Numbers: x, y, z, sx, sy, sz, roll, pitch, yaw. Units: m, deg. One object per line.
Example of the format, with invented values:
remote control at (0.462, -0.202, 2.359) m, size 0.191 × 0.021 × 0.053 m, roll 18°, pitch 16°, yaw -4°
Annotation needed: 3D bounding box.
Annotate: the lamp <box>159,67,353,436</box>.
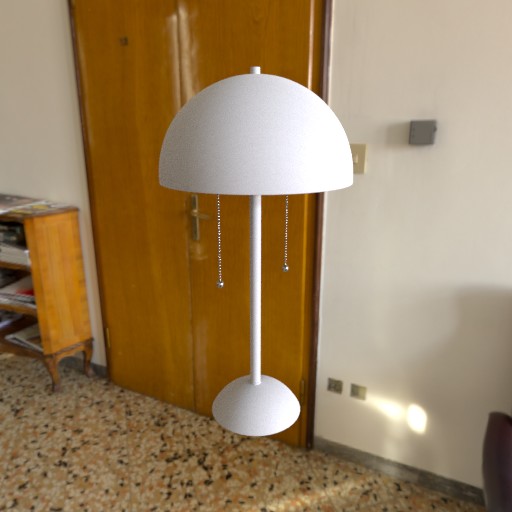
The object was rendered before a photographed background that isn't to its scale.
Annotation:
lamp at (0.000, 0.000, 0.419) m, size 0.171 × 0.330 × 0.171 m, roll 0°, pitch 16°, yaw 0°
